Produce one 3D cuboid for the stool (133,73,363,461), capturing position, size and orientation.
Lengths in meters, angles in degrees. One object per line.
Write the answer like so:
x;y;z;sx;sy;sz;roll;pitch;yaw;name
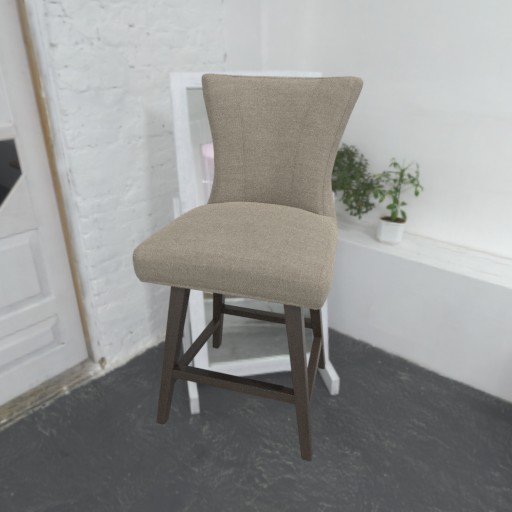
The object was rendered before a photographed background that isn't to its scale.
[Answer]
0.000;0.000;1.354;0.514;1.000;0.574;8;27;15;stool
